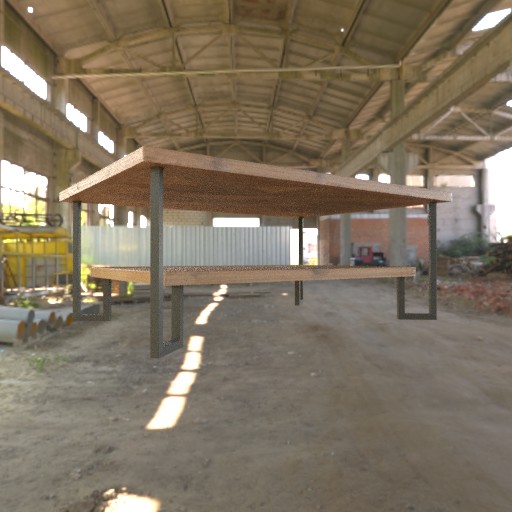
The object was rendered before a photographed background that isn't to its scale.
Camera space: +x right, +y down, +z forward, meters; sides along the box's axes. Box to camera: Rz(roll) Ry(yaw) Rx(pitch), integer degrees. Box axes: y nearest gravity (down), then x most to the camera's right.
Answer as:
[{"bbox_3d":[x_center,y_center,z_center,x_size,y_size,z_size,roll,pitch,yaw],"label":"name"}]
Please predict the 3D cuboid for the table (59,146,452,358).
[{"bbox_3d":[0.000,0.000,1.708,1.238,0.492,0.877,0,0,-35],"label":"table"}]
